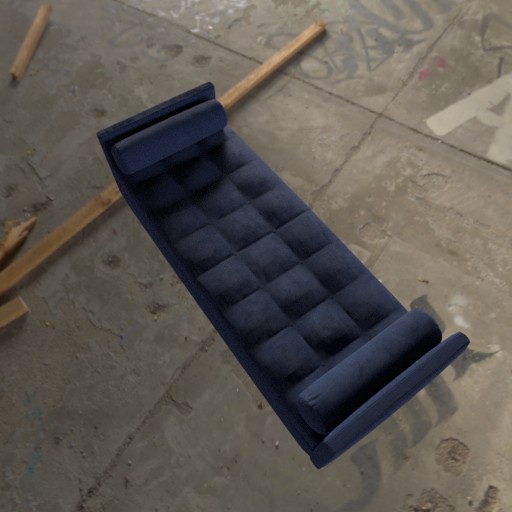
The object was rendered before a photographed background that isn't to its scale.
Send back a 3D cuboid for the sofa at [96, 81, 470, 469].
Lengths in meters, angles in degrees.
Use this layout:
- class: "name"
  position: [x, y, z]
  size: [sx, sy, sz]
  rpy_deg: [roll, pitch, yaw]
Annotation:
- class: "sofa"
  position: [0.000, 0.000, 2.471]
  size: [0.797, 0.657, 2.102]
  rpy_deg: [-32, 64, -17]
